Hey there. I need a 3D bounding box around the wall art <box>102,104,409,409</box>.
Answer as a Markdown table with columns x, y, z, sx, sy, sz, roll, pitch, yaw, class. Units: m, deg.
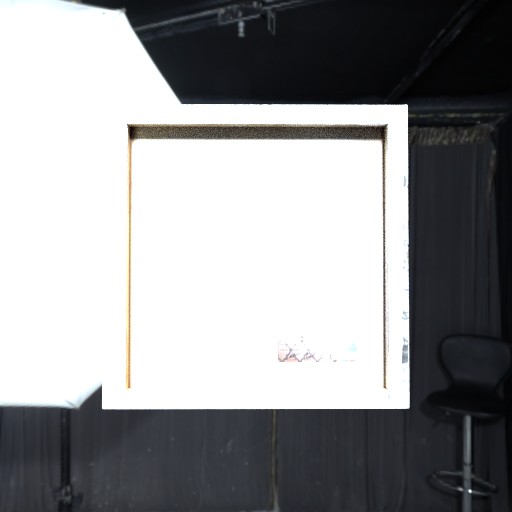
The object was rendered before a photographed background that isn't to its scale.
| x | y | z | sx | sy | sz | roll | pitch | yaw | class |
| --- | --- | --- | --- | --- | --- | --- | --- | --- | --- |
| 0.000 | 0.000 | 0.615 | 0.411 | 0.410 | 0.038 | 0 | -1 | 0 | wall art |
